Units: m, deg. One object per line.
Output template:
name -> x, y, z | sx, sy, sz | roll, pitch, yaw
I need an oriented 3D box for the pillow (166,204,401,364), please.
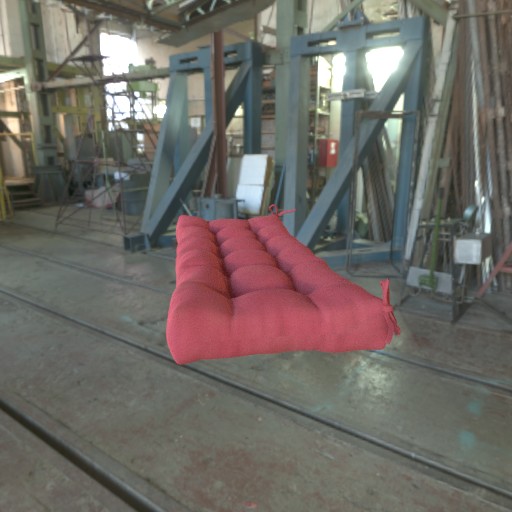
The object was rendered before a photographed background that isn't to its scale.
pillow -> 0.000, 0.000, 1.381 | 0.511, 0.174, 1.194 | -2, 15, -9
